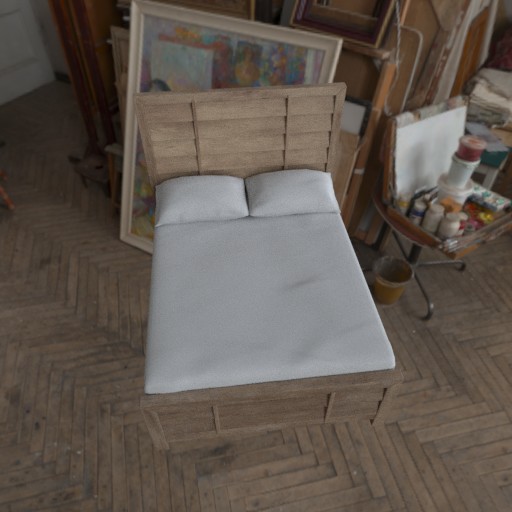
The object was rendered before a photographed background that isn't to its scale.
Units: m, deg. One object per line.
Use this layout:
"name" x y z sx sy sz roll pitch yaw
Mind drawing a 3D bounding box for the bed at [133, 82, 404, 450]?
"bed" 0.000 0.000 3.248 1.615 1.631 2.017 -5 45 -5
